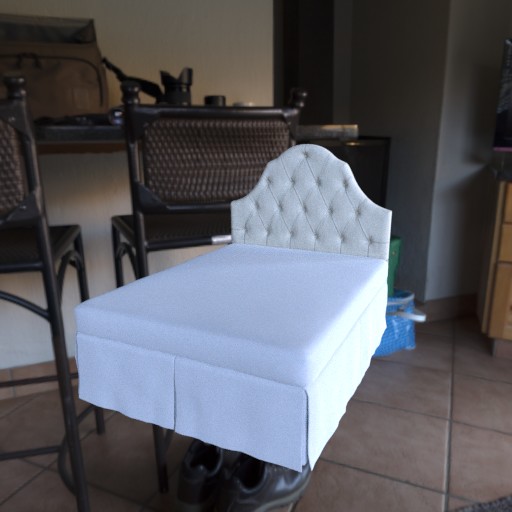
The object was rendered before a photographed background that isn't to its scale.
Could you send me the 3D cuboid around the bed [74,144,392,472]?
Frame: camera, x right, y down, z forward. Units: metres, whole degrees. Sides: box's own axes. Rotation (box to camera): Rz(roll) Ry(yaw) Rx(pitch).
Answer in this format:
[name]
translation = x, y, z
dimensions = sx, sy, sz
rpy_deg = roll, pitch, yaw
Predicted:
[bed]
translation = 0.000, 0.000, 3.206
dimensions = 1.627, 1.575, 2.092
rpy_deg = 7, 15, 25
